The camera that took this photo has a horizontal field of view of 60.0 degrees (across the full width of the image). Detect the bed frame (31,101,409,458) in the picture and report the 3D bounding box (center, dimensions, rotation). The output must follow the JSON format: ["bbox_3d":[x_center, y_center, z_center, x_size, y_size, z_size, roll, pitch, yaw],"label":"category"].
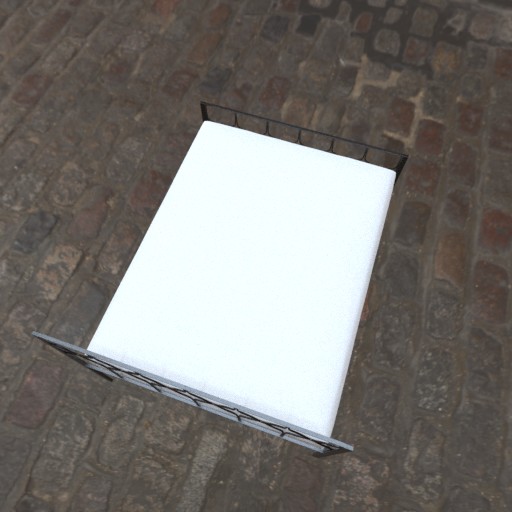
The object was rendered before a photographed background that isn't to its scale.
[{"bbox_3d":[0.000,0.000,3.005,1.597,1.222,2.063,17,65,8],"label":"bed frame"}]
